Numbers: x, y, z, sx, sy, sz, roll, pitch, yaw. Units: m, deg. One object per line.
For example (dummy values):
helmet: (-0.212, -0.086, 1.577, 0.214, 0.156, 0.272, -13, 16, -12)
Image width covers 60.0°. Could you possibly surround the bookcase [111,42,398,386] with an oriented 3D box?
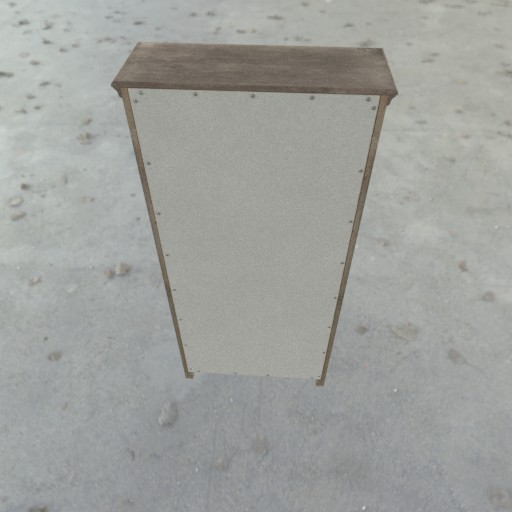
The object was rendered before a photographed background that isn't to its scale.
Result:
bookcase: (0.000, 0.000, 2.175, 0.906, 1.880, 0.348, 3, 46, 3)
